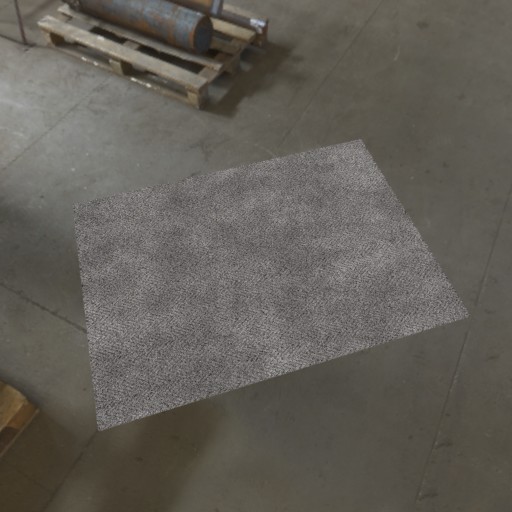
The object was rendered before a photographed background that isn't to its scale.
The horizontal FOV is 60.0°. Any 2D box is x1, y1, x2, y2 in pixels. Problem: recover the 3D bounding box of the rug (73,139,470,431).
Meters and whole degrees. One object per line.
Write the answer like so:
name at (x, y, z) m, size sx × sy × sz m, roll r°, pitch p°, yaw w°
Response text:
rug at (0.000, 0.000, 2.923) m, size 2.235 × 0.008 × 1.600 m, roll -15°, pitch 59°, yaw -9°
